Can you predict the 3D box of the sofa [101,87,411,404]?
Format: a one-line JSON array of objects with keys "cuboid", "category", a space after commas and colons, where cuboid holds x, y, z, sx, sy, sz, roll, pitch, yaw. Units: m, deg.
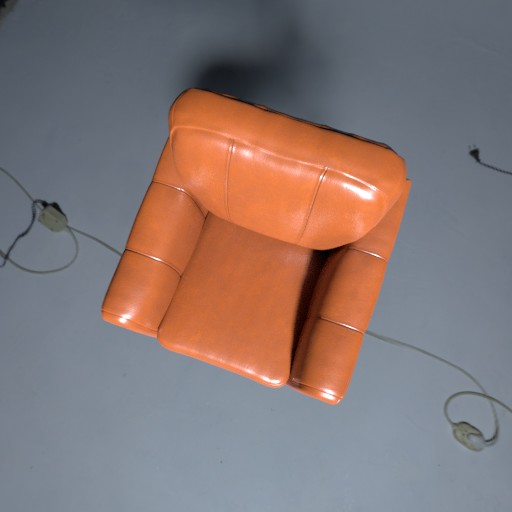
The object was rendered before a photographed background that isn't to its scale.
[{"cuboid": [0.000, 0.000, 1.507, 0.836, 0.876, 0.789, 19, 77, 5], "category": "sofa"}]
